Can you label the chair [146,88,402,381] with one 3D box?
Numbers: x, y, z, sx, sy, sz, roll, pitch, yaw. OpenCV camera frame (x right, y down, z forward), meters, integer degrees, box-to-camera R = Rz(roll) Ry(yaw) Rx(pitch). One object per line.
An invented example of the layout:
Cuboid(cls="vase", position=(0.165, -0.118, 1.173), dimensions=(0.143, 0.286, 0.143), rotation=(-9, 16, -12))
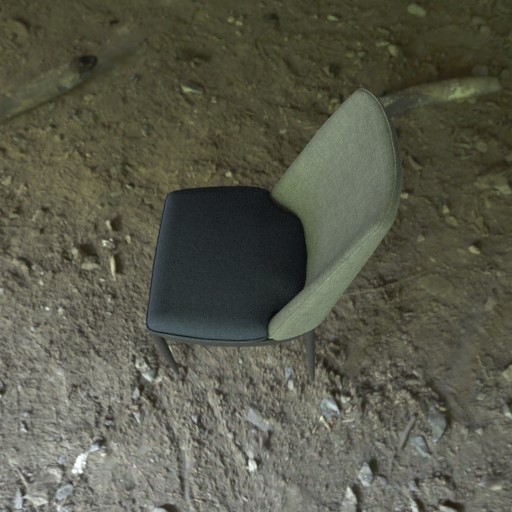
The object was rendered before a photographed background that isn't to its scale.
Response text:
Cuboid(cls="chair", position=(0.000, 0.000, 1.197), dimensions=(0.550, 0.855, 0.488), rotation=(1, 59, 1))
